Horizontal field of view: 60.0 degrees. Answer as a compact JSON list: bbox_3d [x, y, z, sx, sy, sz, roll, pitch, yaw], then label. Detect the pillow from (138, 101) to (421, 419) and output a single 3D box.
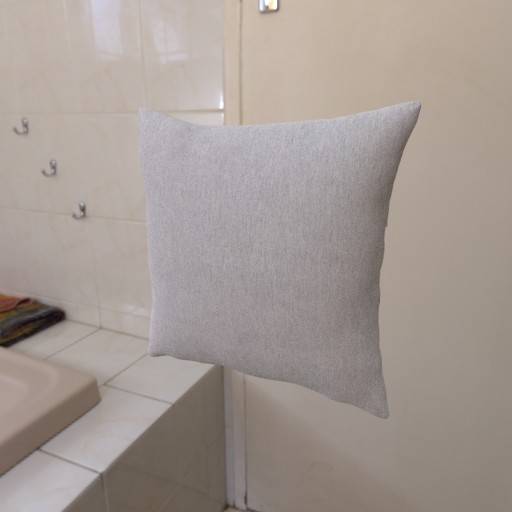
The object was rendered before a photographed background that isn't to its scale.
[{"bbox_3d":[0.000,0.000,0.675,0.433,0.436,0.173,8,18,25],"label":"pillow"}]
